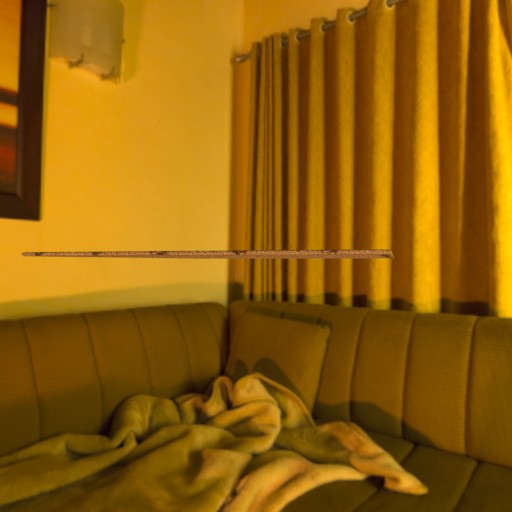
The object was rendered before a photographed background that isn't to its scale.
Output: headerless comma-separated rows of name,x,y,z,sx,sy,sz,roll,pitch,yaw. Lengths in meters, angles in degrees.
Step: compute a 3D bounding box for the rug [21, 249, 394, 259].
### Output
rug,0.000,0.000,4.118,2.438,0.029,3.047,0,-1,18
